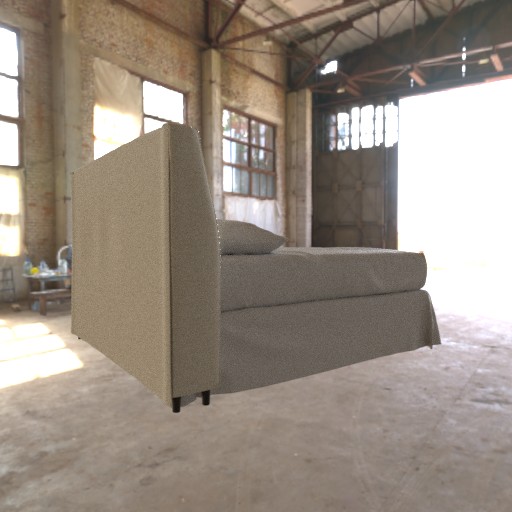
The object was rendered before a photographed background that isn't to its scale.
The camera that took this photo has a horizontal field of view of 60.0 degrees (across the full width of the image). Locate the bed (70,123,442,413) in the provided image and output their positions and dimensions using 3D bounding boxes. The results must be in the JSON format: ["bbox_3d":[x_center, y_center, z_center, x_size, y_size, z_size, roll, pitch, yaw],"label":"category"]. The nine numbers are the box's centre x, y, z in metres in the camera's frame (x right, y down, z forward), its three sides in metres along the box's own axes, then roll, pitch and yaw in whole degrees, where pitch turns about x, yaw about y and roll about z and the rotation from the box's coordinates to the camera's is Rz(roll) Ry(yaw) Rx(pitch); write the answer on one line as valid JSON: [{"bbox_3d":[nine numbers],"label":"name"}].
[{"bbox_3d":[0.000,0.000,3.376,2.276,1.332,1.925,-2,3,-35],"label":"bed"}]
